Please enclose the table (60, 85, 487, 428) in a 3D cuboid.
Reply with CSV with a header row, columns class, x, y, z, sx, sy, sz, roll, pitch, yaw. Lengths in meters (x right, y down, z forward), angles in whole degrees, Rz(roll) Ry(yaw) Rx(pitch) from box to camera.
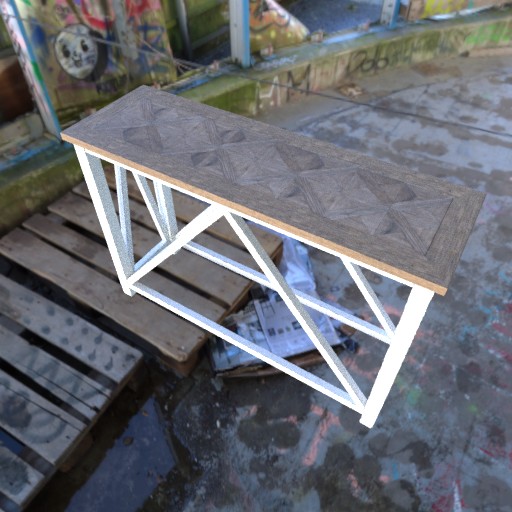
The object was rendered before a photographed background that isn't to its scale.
class,x,y,z,sx,sy,sz,roll,pitch,yaw
table,0.000,0.000,1.826,1.400,0.930,0.450,24,51,21
